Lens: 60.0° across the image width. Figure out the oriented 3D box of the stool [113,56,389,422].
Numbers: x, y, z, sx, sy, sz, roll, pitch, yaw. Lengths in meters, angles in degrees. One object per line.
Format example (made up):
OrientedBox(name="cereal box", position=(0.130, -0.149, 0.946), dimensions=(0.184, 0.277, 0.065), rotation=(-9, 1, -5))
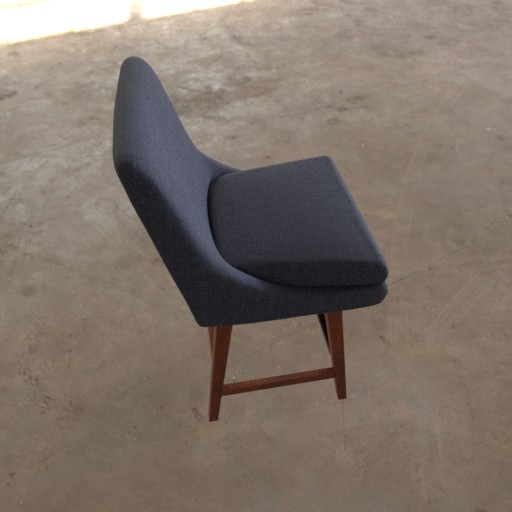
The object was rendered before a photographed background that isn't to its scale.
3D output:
OrientedBox(name="stool", position=(0.000, 0.000, 1.141), dimensions=(0.524, 0.895, 0.467), rotation=(-7, 46, -7))
